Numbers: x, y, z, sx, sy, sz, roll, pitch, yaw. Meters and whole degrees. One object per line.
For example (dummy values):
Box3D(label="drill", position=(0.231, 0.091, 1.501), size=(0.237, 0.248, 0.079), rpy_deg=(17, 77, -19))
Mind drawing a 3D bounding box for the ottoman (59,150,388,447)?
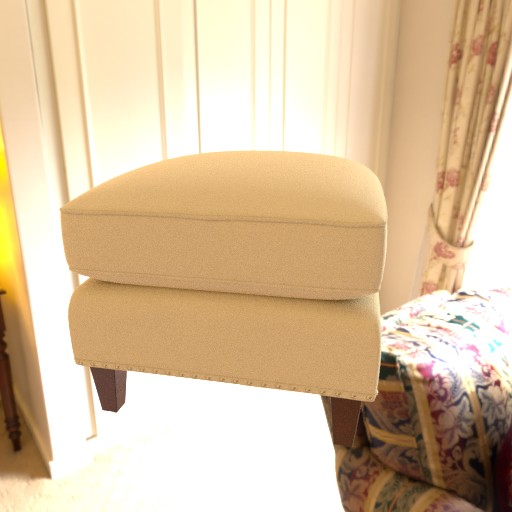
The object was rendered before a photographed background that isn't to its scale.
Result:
Box3D(label="ottoman", position=(0.000, 0.000, 1.114), size=(0.584, 0.513, 0.741), rpy_deg=(4, 17, 12))
